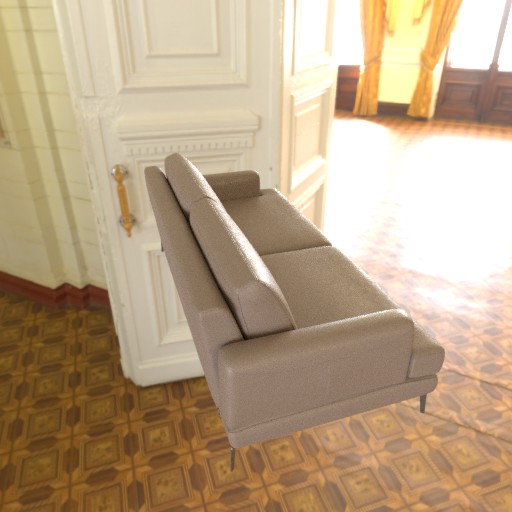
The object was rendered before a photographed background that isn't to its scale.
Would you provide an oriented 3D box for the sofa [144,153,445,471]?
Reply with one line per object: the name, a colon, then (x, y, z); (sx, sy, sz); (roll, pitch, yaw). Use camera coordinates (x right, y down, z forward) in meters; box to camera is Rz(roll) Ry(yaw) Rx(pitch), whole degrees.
sofa: (0.000, 0.000, 2.415); (0.974, 0.765, 1.940); (-9, 30, -16)
